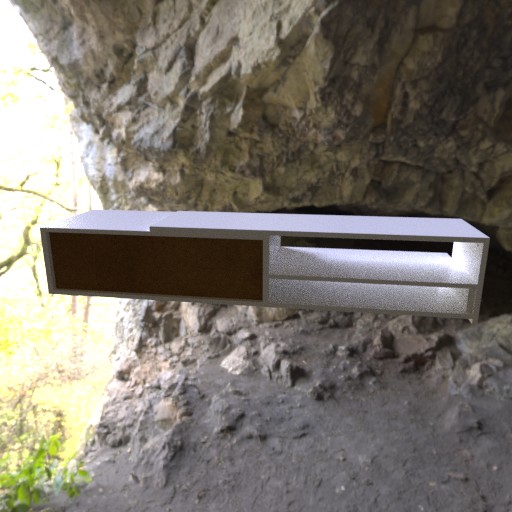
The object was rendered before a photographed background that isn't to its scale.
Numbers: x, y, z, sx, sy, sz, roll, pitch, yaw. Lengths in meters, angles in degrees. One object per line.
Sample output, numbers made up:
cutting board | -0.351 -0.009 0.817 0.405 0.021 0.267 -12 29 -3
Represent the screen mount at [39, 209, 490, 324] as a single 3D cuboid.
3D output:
screen mount | 0.000 0.000 1.878 1.680 0.320 0.420 2 16 9
